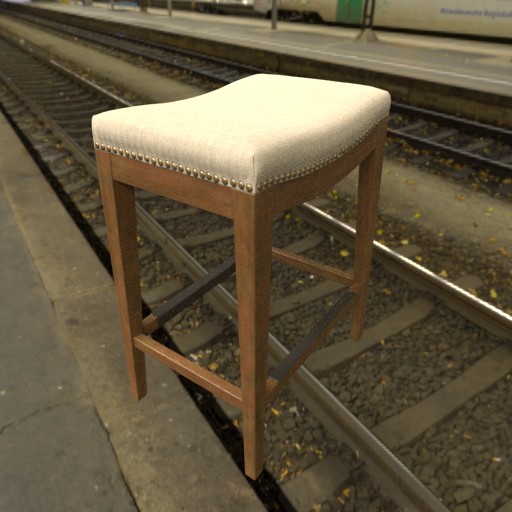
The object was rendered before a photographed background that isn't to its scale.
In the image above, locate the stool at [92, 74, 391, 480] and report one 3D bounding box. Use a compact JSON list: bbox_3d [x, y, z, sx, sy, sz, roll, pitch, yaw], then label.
[{"bbox_3d":[0.000,0.000,0.958,0.356,0.660,0.508,20,37,30],"label":"stool"}]
